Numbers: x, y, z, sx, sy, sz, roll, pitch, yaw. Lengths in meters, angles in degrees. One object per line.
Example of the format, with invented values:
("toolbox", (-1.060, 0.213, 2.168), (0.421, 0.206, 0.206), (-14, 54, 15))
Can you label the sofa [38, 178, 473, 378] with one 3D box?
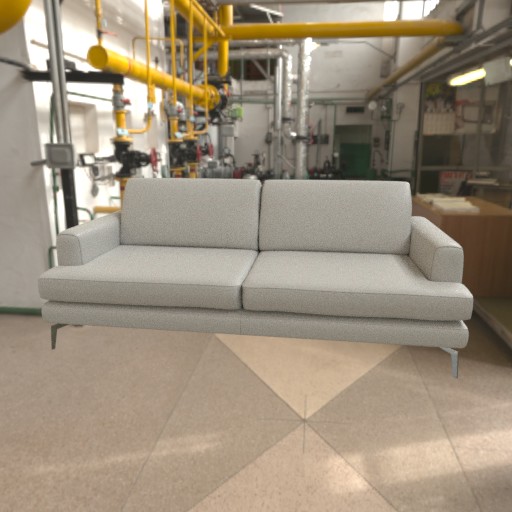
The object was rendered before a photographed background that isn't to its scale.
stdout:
("sofa", (0.000, 0.000, 2.374), (1.940, 0.765, 0.974), (2, 15, 8))
